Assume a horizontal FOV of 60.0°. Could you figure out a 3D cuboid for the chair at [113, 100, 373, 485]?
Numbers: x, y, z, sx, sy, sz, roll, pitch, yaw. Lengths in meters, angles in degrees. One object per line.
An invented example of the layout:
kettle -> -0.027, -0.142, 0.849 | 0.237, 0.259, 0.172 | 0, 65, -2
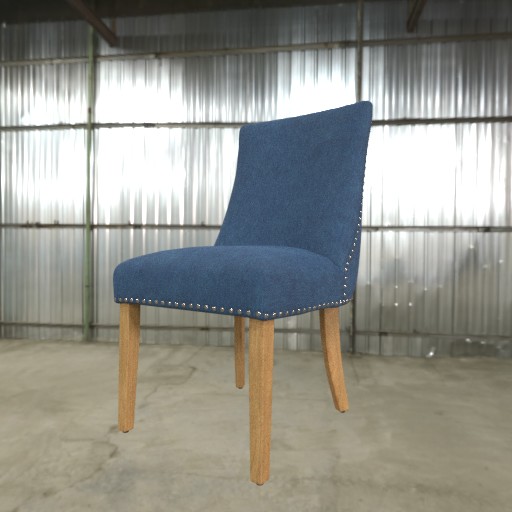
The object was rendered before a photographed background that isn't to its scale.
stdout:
chair -> 0.000, 0.000, 1.227 | 0.495, 0.902, 0.610 | 1, 2, 36
